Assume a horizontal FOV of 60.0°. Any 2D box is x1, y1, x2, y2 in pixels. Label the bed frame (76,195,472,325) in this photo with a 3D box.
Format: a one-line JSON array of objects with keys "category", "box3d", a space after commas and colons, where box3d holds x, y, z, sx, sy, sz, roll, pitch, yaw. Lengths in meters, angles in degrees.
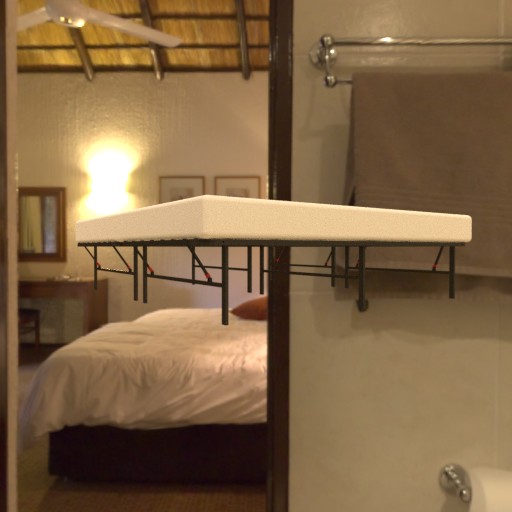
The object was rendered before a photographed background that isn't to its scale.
[{"category": "bed frame", "box3d": [0.000, 0.000, 3.087, 1.935, 0.525, 2.033, -1, 1, -35]}]
